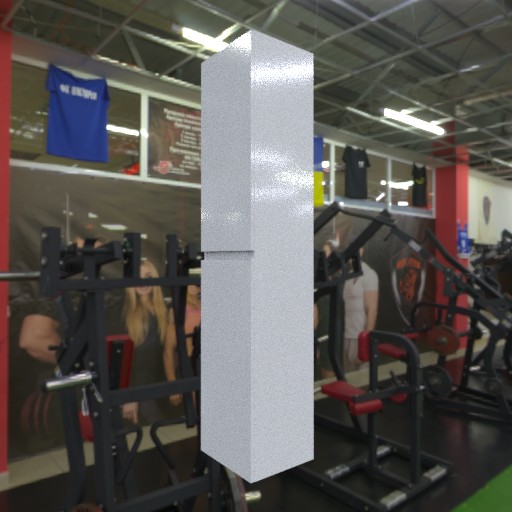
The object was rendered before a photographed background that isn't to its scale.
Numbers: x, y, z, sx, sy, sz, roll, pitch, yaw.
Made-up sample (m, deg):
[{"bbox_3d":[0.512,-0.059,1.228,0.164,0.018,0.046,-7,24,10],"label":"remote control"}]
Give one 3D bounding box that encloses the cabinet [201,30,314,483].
[{"bbox_3d":[0.000,0.000,1.567,0.270,1.400,0.300,0,0,-38],"label":"cabinet"}]
